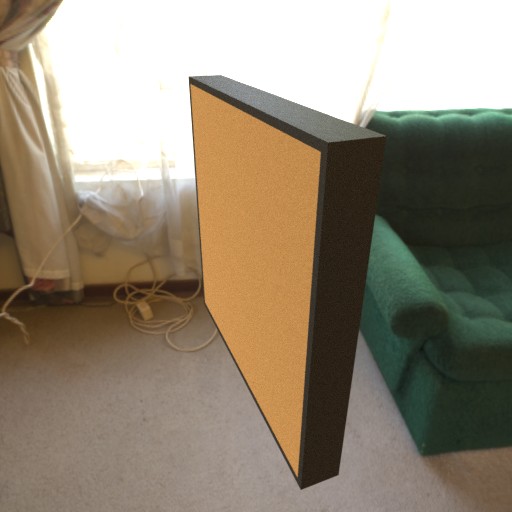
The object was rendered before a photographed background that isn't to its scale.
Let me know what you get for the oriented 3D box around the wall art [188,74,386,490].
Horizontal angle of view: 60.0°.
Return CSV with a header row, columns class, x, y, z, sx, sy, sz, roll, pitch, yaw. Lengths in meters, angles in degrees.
class,x,y,z,sx,sy,sz,roll,pitch,yaw
wall art,0.000,0.000,0.444,0.038,0.304,0.304,-11,31,-19
